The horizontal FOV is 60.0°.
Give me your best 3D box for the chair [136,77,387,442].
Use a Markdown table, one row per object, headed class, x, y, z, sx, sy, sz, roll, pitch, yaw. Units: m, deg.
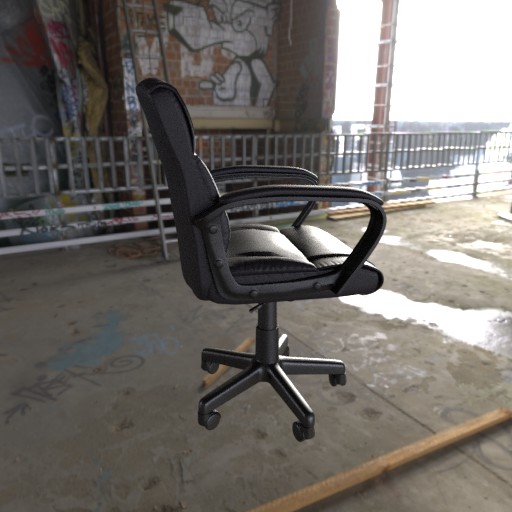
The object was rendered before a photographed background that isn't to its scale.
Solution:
| class | x | y | z | sx | sy | sz | roll | pitch | yaw |
| --- | --- | --- | --- | --- | --- | --- | --- | --- | --- |
| chair | 0.000 | 0.000 | 1.357 | 0.641 | 0.998 | 0.576 | -3 | 17 | -10 |
